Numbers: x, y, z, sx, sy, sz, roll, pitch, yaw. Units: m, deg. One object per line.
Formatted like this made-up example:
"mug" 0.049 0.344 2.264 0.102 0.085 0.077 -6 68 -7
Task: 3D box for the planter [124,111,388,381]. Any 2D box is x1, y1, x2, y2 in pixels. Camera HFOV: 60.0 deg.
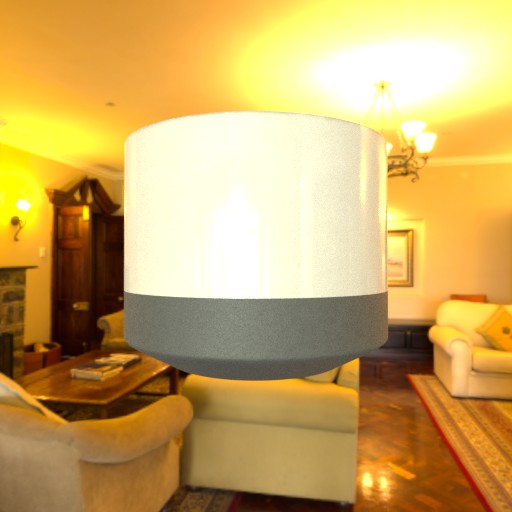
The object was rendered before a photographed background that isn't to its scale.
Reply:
"planter" 0.000 0.000 0.225 0.128 0.105 0.128 0 -1 0
